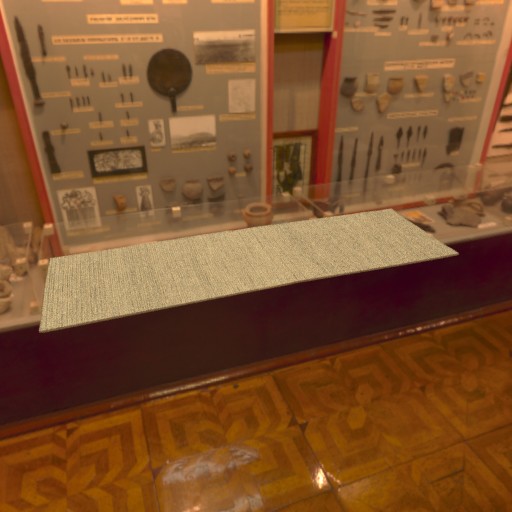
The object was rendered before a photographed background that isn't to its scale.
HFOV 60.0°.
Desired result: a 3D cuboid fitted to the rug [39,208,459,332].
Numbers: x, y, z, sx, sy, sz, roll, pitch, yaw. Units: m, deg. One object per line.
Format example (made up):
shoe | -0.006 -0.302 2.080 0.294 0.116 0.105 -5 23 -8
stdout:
rug | 0.000 0.000 2.615 2.320 0.032 0.692 -9 31 -15
